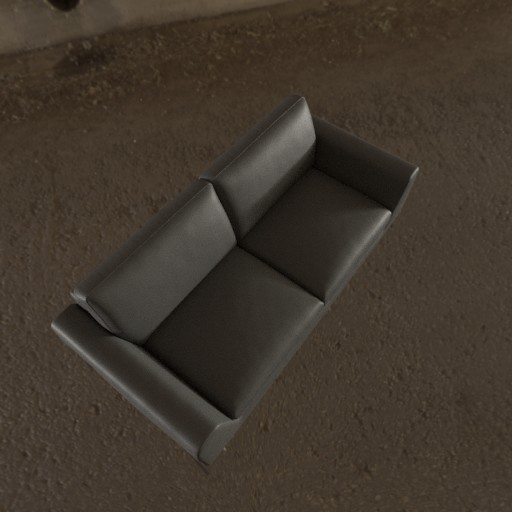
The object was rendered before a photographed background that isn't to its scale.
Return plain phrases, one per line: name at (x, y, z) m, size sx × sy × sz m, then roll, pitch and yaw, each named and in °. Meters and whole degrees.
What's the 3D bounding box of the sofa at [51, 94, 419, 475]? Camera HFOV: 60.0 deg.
sofa at (0.000, 0.000, 2.512) m, size 0.953 × 0.875 × 2.017 m, roll 33°, pitch 64°, yaw 19°
